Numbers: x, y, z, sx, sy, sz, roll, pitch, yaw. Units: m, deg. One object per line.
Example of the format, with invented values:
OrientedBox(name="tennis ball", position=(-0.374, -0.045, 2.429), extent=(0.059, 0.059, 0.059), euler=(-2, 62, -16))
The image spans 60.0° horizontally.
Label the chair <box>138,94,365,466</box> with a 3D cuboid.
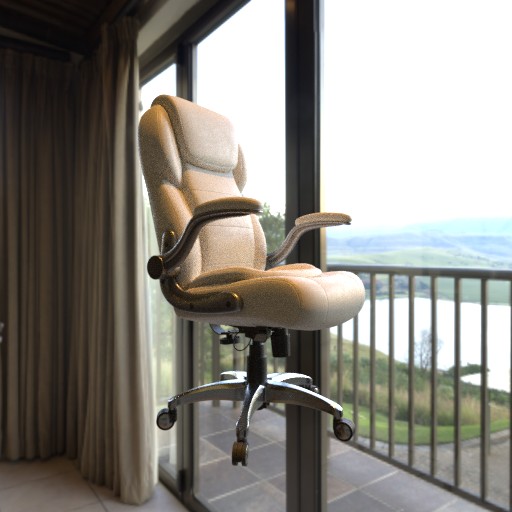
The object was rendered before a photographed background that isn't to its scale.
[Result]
OrientedBox(name="chair", position=(0.000, 0.000, 1.783), extent=(0.806, 1.330, 0.755), euler=(0, 1, 36))
